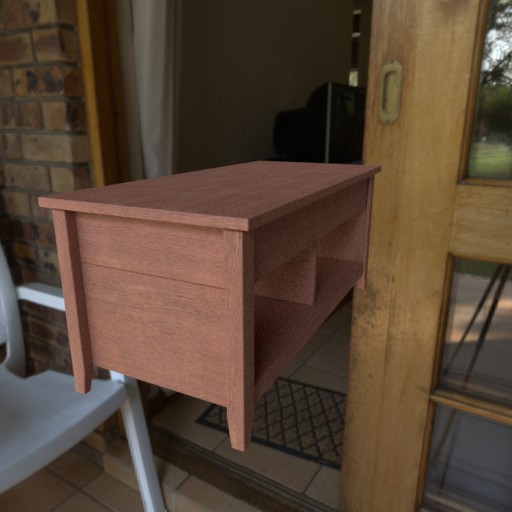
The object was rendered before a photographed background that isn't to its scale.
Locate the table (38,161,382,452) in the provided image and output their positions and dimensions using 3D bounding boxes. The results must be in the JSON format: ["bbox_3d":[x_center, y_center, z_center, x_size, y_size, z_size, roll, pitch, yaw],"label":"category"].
[{"bbox_3d":[0.000,0.000,1.296,0.483,0.457,1.016,8,18,25],"label":"table"}]
